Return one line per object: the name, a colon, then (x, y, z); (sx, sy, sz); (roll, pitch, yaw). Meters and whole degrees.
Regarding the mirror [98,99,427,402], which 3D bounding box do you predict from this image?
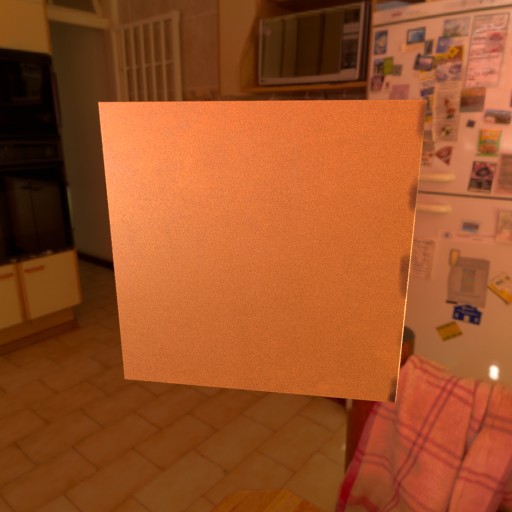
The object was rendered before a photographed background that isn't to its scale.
mirror: (0.000, 0.000, 0.769); (0.509, 0.507, 0.042); (2, 17, 8)
